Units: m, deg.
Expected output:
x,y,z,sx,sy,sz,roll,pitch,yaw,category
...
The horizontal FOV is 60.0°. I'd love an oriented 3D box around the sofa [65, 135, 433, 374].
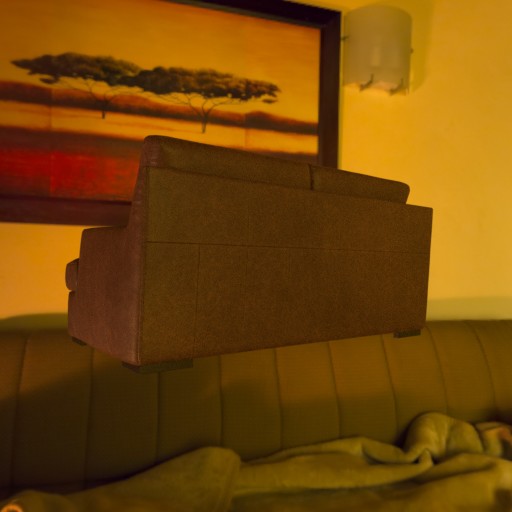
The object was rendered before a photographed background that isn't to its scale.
x,y,z,sx,sy,sz,roll,pitch,yaw,category
0.000,0.000,2.544,1.880,0.939,1.143,2,-3,-36,sofa
